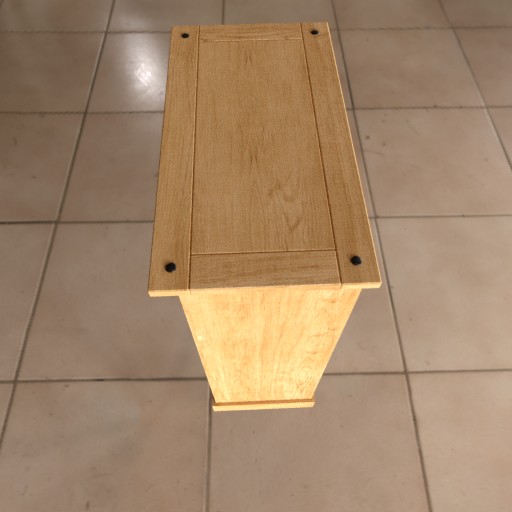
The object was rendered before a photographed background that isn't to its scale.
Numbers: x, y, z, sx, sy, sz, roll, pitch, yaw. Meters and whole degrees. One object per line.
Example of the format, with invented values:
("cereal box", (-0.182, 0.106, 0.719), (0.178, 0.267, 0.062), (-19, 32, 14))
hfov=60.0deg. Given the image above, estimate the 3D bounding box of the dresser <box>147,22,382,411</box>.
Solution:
("dresser", (0.000, 0.000, 1.701), (0.485, 1.300, 0.915), (-2, 59, -1))
